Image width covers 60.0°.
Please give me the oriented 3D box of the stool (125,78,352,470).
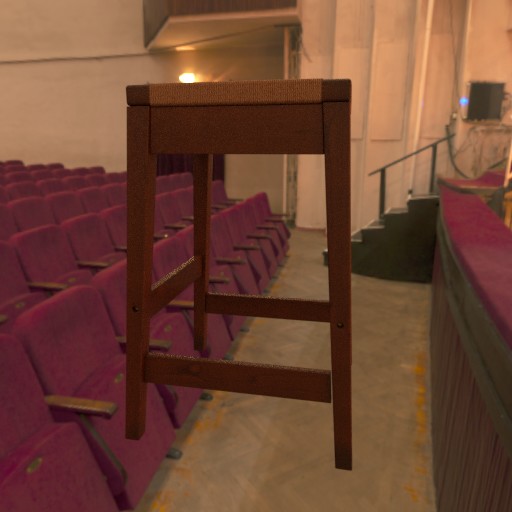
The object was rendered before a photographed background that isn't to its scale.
[{"bbox_3d":[0.000,0.000,1.104,0.507,0.762,0.497,3,14,11],"label":"stool"}]
